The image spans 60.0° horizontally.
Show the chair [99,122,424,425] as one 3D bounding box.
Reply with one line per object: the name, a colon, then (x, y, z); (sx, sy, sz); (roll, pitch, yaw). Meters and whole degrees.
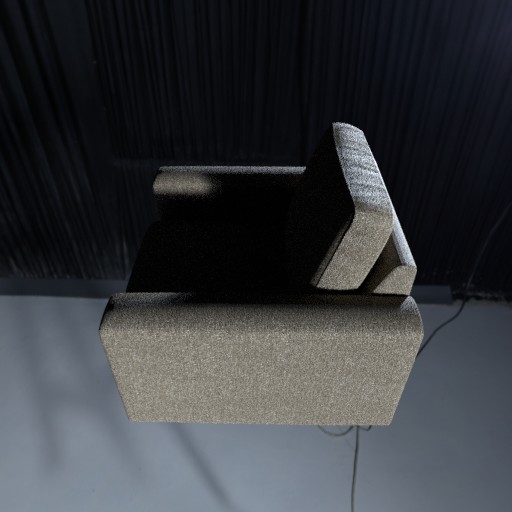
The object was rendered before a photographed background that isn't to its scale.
chair: (0.000, 0.000, 1.769); (1.016, 0.873, 1.005); (1, 40, 1)
